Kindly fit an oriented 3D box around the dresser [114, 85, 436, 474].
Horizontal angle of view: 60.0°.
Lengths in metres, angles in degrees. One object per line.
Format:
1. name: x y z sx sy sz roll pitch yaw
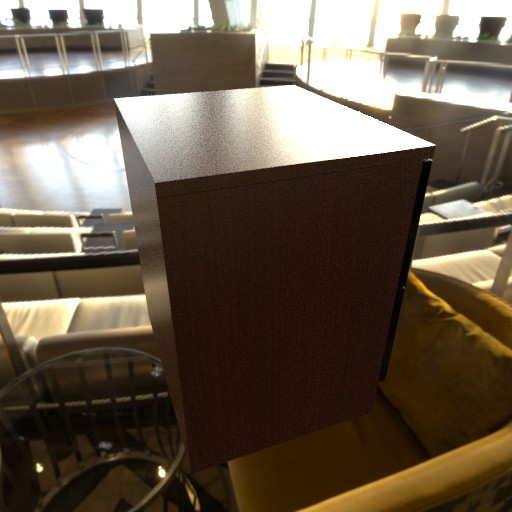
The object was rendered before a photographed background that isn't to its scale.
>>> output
1. dresser: 0.000 0.000 0.763 0.360 0.470 0.400 -11 33 -18
